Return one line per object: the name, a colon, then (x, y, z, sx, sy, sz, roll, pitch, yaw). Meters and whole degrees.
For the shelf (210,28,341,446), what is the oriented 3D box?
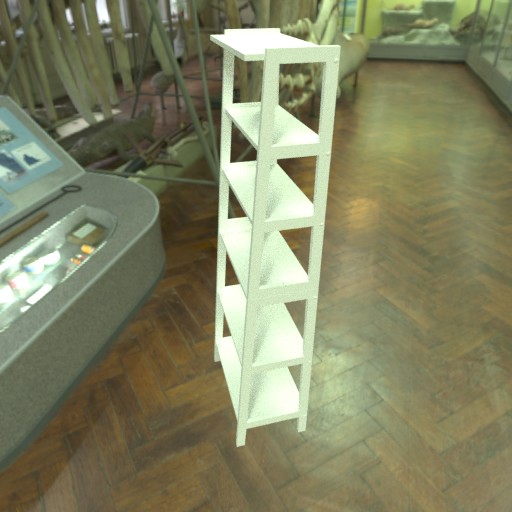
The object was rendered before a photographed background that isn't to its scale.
shelf: (0.000, 0.000, 2.127, 0.381, 1.892, 0.660, -8, 33, -13)
